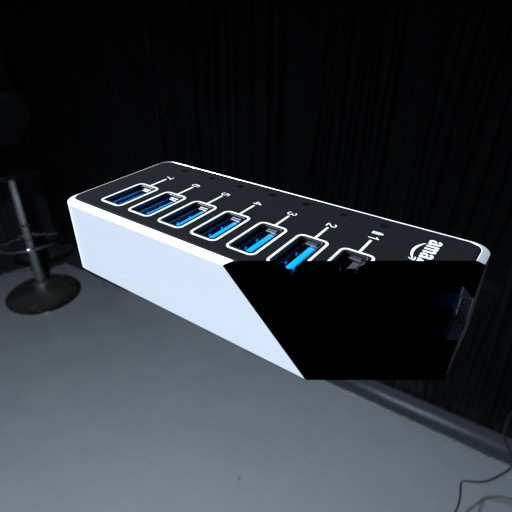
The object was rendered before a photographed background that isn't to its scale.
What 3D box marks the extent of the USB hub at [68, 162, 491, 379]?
[{"bbox_3d":[0.000,0.000,0.124,0.110,0.023,0.044,20,36,30],"label":"USB hub"}]
